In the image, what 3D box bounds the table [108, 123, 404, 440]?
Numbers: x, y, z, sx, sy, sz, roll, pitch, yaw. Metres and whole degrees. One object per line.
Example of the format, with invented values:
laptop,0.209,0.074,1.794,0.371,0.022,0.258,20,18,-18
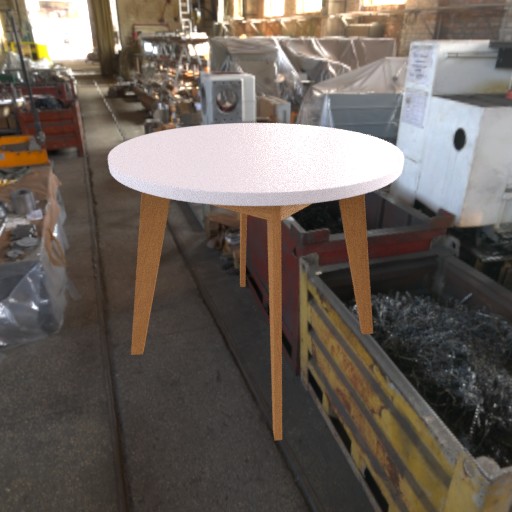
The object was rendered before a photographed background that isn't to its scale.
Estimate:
table,0.000,0.000,1.566,0.896,0.762,0.896,0,26,0
